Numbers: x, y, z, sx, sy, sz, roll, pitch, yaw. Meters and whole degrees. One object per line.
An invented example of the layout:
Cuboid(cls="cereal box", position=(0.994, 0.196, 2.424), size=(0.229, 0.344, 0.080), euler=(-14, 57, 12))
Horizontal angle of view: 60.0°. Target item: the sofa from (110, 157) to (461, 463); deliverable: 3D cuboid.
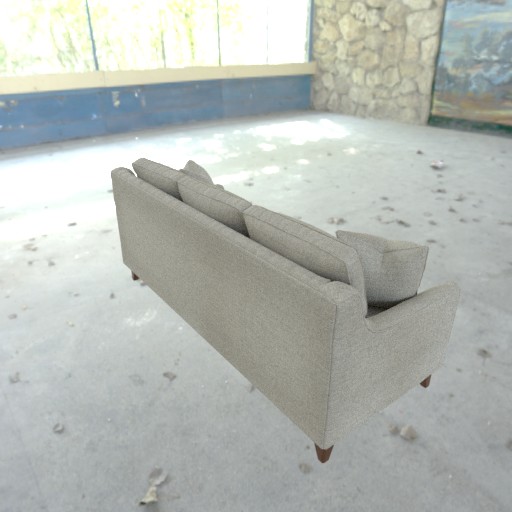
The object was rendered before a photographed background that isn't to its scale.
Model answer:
Cuboid(cls="sofa", position=(0.000, 0.000, 2.523), size=(0.865, 0.914, 2.031), euler=(-18, 31, -33))
